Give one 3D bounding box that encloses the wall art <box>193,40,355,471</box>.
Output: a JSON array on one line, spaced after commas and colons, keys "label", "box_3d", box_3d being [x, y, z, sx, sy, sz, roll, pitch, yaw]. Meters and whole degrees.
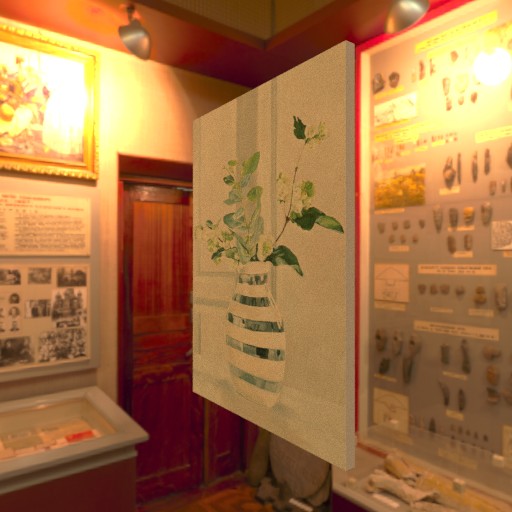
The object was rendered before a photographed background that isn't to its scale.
[{"label": "wall art", "box_3d": [0.000, 0.000, 1.626, 0.038, 1.212, 0.914, 0, 0, -36]}]
